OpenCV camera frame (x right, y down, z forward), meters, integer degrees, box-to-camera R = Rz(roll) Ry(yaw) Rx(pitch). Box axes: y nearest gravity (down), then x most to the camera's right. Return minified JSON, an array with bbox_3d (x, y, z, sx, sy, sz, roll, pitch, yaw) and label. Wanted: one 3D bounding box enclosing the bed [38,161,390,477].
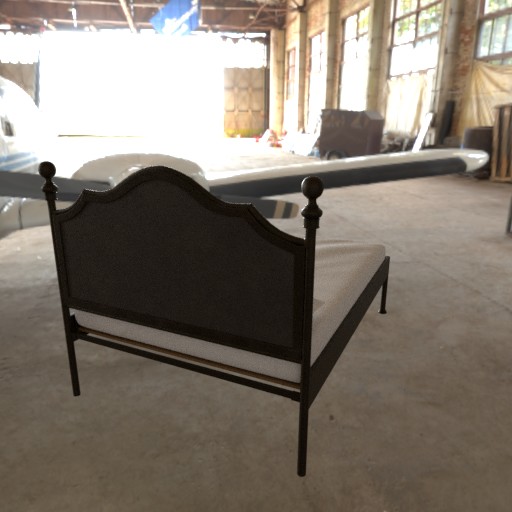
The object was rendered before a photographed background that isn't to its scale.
[{"bbox_3d":[0.000,0.000,3.264,1.642,1.499,2.224,8,19,25],"label":"bed"}]
